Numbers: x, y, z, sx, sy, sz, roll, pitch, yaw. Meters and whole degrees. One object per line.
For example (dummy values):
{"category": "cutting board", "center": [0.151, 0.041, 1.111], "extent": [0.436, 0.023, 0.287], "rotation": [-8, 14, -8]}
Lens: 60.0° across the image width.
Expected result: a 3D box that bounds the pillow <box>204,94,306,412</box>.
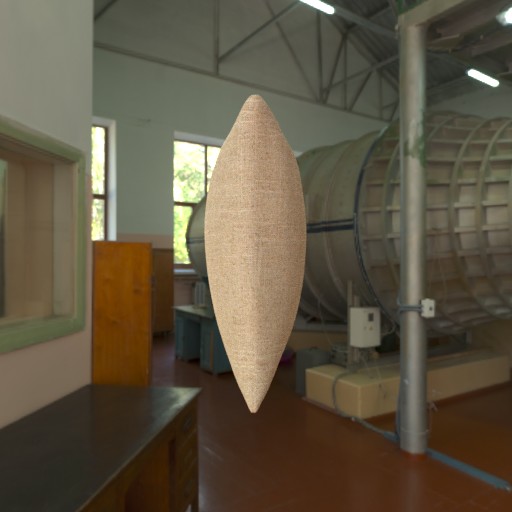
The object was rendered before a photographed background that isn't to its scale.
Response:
{"category": "pillow", "center": [0.000, 0.000, 1.011], "extent": [0.197, 0.429, 0.859], "rotation": [0, 0, 1]}
